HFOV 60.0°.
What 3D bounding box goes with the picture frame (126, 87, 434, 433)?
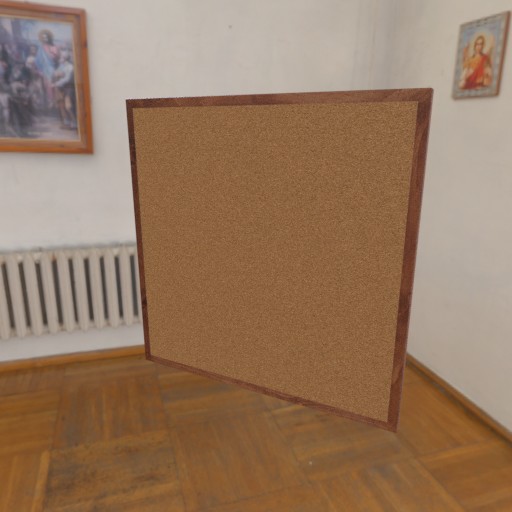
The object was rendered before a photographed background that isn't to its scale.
[{"bbox_3d":[0.000,0.000,1.191,0.810,0.817,0.029,8,18,26],"label":"picture frame"}]
